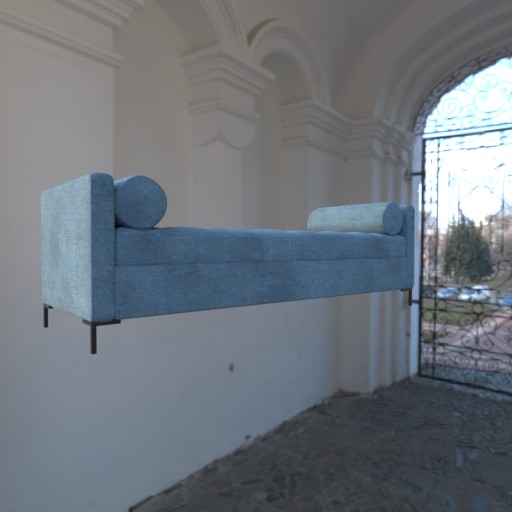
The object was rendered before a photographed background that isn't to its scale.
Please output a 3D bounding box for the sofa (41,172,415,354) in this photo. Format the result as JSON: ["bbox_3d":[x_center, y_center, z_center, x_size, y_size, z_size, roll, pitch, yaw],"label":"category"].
[{"bbox_3d":[0.000,0.000,2.382,1.981,0.635,0.686,-1,2,-39],"label":"sofa"}]
